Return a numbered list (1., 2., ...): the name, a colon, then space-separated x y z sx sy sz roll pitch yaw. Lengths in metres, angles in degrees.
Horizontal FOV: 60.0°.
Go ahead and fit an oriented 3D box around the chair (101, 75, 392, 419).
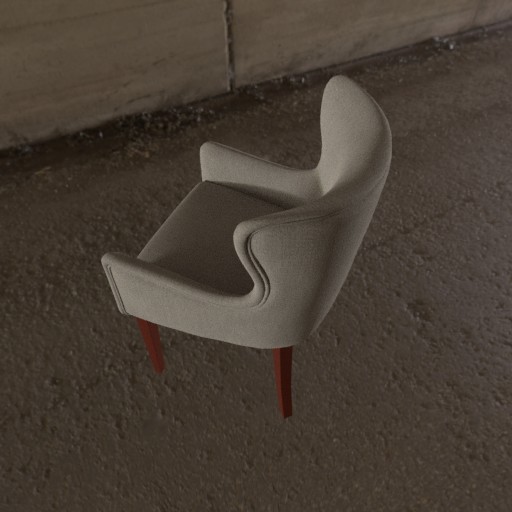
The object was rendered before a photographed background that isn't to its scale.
1. chair: 0.000 0.000 1.431 0.677 0.948 0.732 16 47 15
